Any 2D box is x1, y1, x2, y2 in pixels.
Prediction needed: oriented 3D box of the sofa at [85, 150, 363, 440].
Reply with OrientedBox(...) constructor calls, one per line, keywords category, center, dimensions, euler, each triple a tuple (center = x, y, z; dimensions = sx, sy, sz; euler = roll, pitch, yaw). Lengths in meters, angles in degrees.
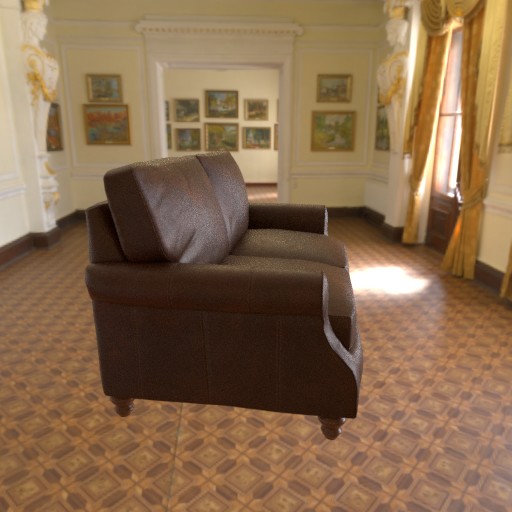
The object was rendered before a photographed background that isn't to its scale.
OrientedBox(category="sofa", center=(0.000, 0.000, 2.185), dimensions=(0.990, 0.976, 1.616), euler=(2, 15, 8))
